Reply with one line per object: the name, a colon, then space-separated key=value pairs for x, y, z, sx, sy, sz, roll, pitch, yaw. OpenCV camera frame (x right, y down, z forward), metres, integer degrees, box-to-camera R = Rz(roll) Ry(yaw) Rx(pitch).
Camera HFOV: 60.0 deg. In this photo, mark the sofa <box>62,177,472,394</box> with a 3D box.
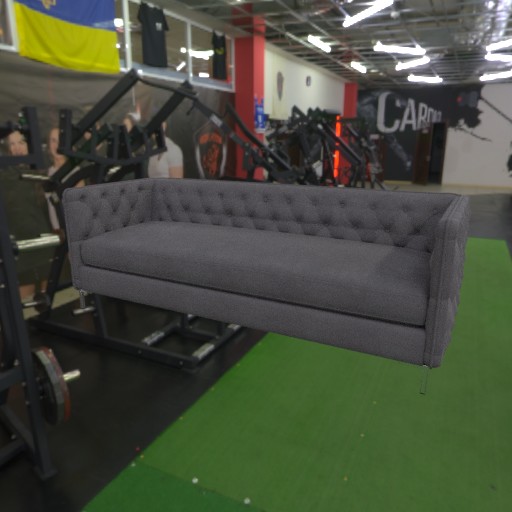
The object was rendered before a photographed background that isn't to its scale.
sofa: x=0.000 y=0.000 z=2.612 sx=2.209 sy=0.771 sz=0.895 roll=8 pitch=17 yaw=27
